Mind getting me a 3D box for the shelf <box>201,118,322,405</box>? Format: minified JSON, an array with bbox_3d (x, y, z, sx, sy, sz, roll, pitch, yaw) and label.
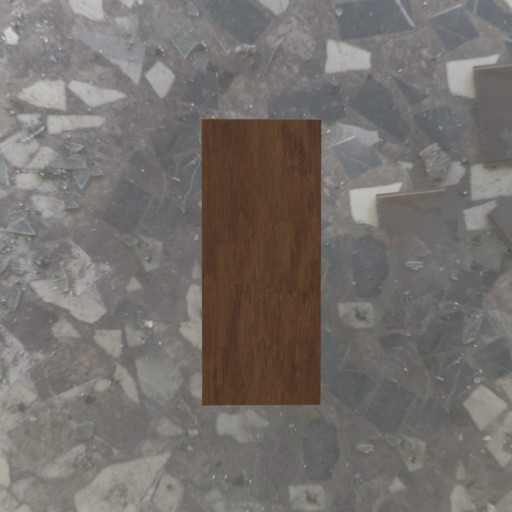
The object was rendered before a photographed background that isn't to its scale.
[{"bbox_3d":[0.000,0.000,2.194,0.335,1.905,0.805,0,91,-1],"label":"shelf"}]
